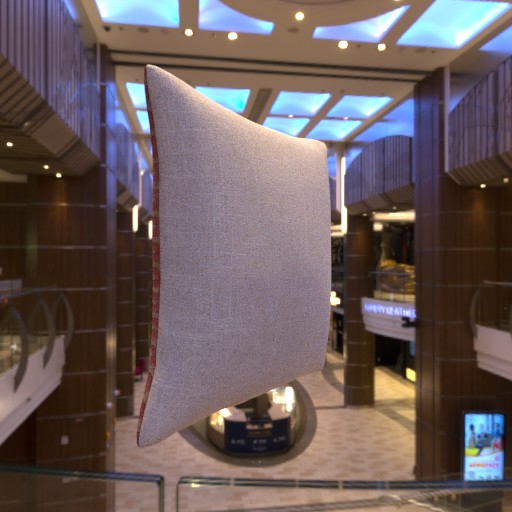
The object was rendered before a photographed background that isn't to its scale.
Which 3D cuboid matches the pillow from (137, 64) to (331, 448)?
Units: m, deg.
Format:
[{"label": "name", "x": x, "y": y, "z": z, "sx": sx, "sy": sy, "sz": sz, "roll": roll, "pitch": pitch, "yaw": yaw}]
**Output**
[{"label": "pillow", "x": 0.000, "y": 0.000, "z": 0.781, "sx": 0.182, "sy": 0.503, "sz": 0.511, "roll": 0, "pitch": 0, "yaw": 36}]
